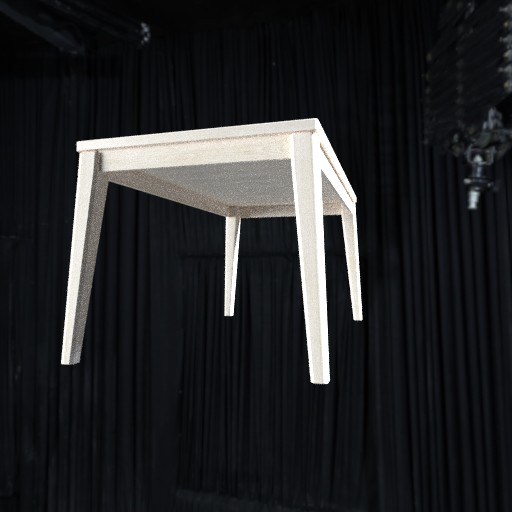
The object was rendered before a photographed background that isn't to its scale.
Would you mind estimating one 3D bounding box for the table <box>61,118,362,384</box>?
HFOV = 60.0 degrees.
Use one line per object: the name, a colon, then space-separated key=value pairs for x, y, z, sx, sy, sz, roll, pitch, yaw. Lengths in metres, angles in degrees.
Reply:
table: x=0.000 y=0.000 z=2.139 sx=0.900 sy=0.760 sz=1.600 roll=0 pitch=-2 yaw=17
